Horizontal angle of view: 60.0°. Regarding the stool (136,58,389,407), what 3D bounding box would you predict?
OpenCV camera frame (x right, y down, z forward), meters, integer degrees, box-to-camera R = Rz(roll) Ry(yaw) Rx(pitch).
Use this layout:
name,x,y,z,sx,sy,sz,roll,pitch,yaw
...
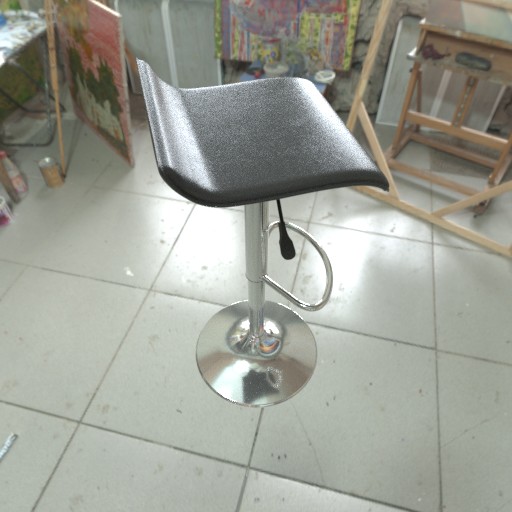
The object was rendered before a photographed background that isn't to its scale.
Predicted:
name,x,y,z,sx,sy,sz,roll,pitch,yaw
stool,0.000,0.000,1.071,0.381,0.851,0.381,-11,48,-10
